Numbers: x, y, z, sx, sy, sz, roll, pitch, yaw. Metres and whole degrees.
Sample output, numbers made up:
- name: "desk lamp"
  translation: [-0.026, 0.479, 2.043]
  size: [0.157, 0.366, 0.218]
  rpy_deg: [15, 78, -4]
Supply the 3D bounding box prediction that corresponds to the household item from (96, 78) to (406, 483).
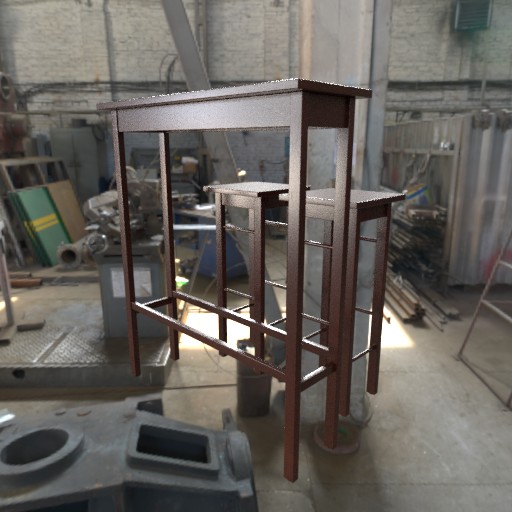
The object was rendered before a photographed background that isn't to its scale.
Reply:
- name: "household item"
  translation: [0.000, 0.000, 1.617]
  size: [0.914, 1.067, 0.676]
  rpy_deg: [14, 20, 43]
